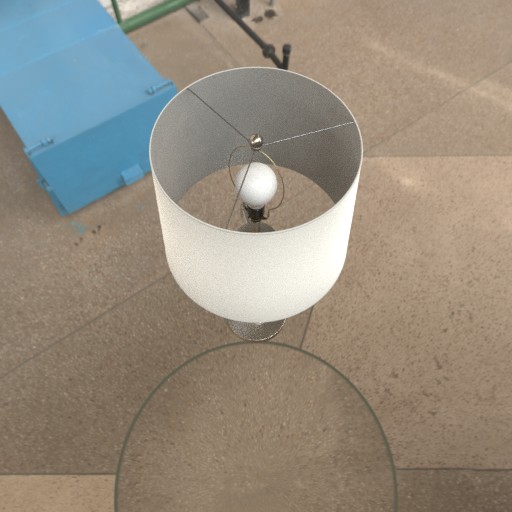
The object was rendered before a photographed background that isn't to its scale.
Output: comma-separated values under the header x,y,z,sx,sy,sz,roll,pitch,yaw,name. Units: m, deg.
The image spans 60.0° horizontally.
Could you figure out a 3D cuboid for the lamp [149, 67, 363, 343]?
x,y,z,sx,sy,sz,roll,pitch,yaw,name
0.000,0.000,0.888,0.333,0.696,0.333,0,63,0,lamp
